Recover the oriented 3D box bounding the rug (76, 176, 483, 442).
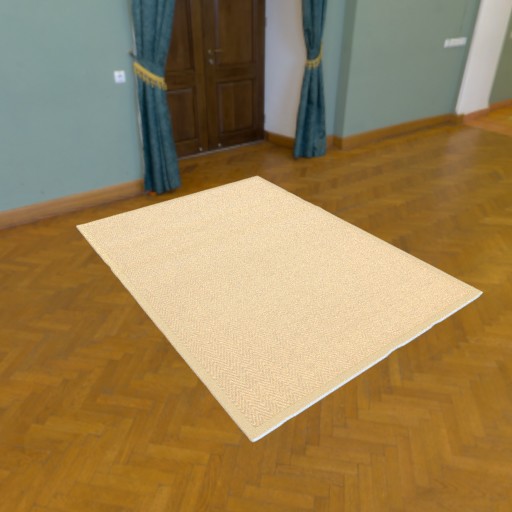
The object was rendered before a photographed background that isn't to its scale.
[{"bbox_3d":[0.000,0.000,4.806,2.734,0.037,3.659,-21,38,-30],"label":"rug"}]
